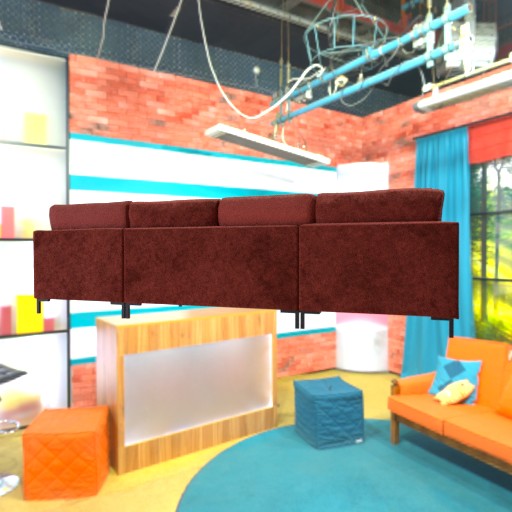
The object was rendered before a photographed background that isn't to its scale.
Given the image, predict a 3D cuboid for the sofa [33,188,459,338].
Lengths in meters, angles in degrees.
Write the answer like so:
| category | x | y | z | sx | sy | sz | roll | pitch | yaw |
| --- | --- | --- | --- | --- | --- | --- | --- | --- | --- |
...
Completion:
| category | x | y | z | sx | sy | sz | roll | pitch | yaw |
| --- | --- | --- | --- | --- | --- | --- | --- | --- | --- |
| sofa | 0.000 | 0.000 | 4.268 | 3.434 | 0.992 | 2.055 | 0 | 1 | 19 |
